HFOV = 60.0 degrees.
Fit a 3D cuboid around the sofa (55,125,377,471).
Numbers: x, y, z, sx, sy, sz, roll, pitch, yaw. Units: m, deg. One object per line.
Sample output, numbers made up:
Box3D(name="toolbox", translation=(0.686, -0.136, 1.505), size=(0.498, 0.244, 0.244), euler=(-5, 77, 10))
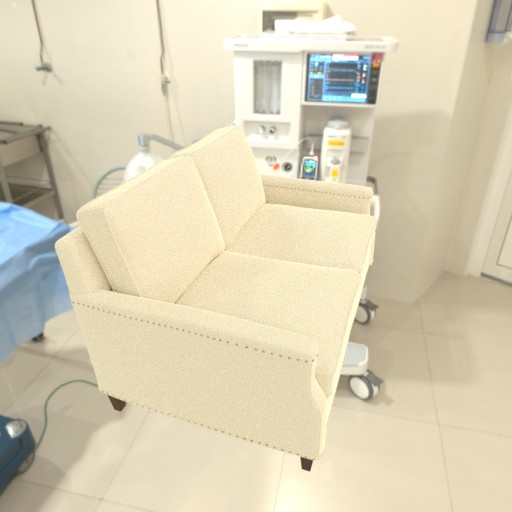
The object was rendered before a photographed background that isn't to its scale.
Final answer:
Box3D(name="sofa", translation=(0.000, 0.000, 2.265), size=(1.084, 1.003, 1.597), euler=(10, 31, 17))
